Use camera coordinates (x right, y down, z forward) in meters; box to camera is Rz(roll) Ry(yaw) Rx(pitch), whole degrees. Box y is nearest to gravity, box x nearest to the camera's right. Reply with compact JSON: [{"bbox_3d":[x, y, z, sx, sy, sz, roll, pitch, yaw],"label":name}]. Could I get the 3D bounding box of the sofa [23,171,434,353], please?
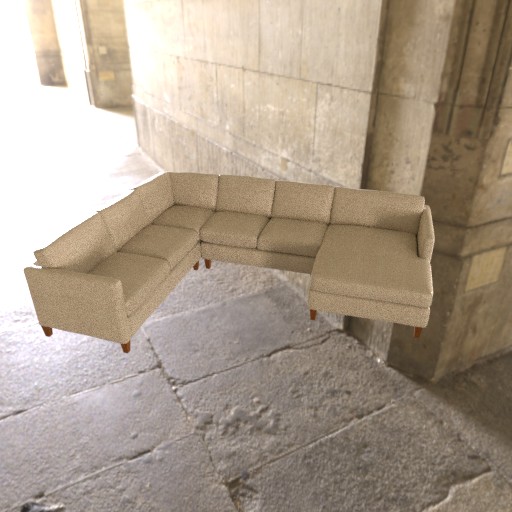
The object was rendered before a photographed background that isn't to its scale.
[{"bbox_3d":[0.000,0.000,4.556,3.460,0.961,2.594,8,29,15],"label":"sofa"}]
